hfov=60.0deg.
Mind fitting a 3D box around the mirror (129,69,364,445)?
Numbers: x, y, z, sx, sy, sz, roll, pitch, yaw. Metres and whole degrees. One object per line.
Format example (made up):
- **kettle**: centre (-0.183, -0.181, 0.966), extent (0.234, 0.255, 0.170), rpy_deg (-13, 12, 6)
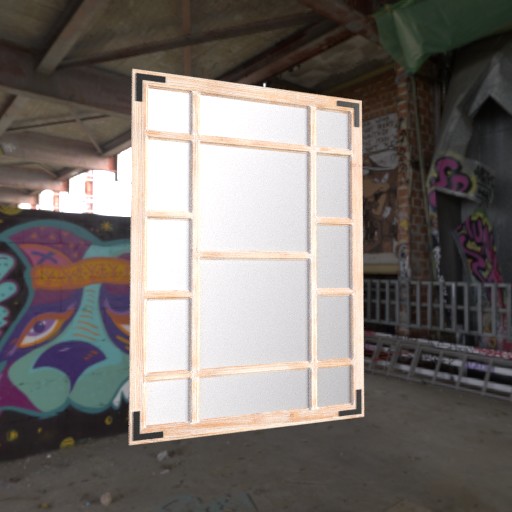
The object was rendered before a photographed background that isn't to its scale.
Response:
- **mirror**: centre (0.000, 0.000, 1.292), extent (0.705, 0.996, 0.025), rpy_deg (1, -2, -19)
